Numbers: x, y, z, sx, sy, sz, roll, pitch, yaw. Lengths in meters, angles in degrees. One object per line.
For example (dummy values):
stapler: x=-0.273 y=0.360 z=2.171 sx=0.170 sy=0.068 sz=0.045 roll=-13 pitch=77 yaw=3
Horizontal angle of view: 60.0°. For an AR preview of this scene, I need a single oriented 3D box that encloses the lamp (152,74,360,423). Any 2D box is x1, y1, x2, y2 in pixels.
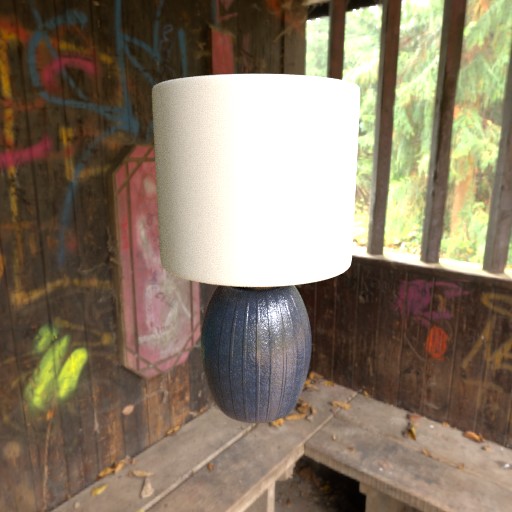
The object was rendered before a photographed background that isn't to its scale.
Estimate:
lamp: x=0.000 y=0.000 z=0.779 sx=0.329 sy=0.570 sz=0.329 roll=2 pitch=14 yaw=10
